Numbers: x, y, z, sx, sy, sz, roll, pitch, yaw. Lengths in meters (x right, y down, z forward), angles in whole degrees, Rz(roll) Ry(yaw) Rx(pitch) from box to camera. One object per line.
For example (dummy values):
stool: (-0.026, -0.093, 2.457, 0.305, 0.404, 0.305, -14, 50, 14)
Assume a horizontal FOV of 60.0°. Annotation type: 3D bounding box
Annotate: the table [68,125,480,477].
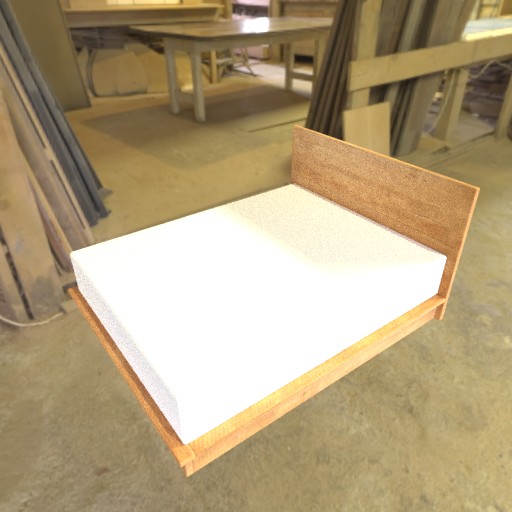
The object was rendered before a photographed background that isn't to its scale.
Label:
table: (0.000, 0.000, 3.024, 2.149, 1.041, 1.707, -22, 38, -30)
